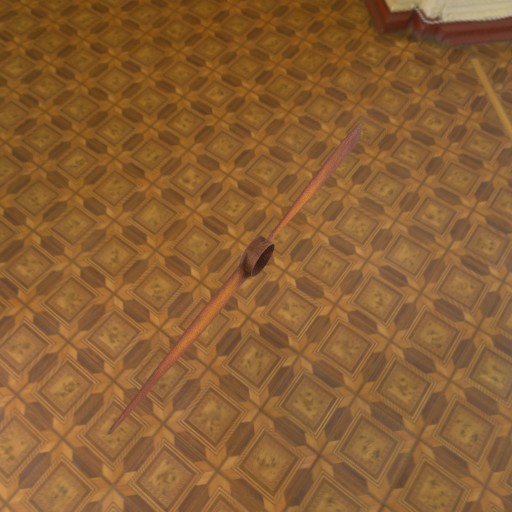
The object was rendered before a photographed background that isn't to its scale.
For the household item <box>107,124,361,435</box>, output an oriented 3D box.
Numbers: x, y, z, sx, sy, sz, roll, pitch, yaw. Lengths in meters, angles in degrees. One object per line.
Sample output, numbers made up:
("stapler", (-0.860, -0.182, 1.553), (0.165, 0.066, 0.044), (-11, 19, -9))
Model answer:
("household item", (0.000, 0.000, 1.269), (0.051, 0.121, 1.181), (33, 68, 16))
